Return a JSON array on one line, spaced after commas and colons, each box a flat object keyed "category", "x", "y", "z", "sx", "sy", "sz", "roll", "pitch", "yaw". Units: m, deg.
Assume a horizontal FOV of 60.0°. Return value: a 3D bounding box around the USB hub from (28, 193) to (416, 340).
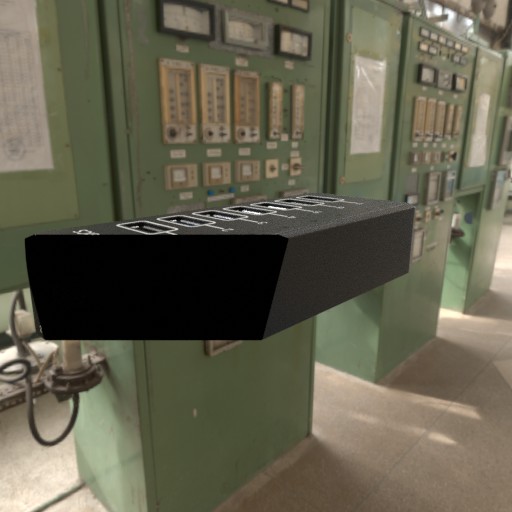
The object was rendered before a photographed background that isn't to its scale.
[{"category": "USB hub", "x": 0.000, "y": 0.000, "z": 0.126, "sx": 0.044, "sy": 0.023, "sz": 0.110, "roll": 15, "pitch": 21, "yaw": 43}]
